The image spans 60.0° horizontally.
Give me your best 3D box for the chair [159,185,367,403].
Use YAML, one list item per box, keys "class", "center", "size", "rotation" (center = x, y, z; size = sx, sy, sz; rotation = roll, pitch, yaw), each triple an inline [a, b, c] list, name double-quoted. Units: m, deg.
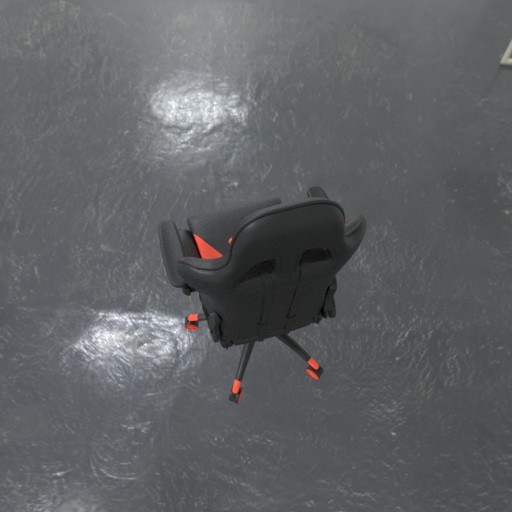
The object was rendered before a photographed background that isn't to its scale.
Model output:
- class: "chair"
  center: [0.000, 0.000, 1.680]
  size: [0.695, 1.282, 0.730]
  rotation: [-14, 60, -9]
